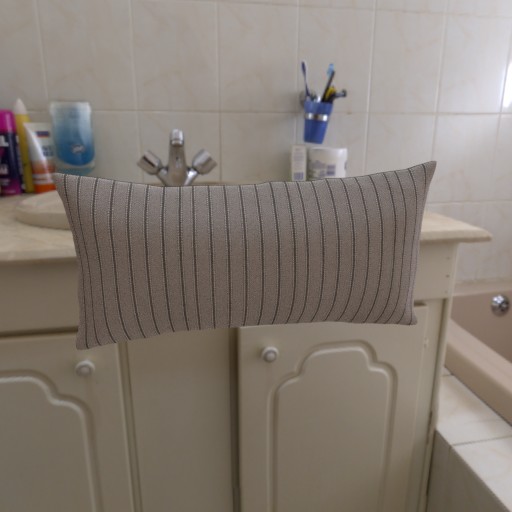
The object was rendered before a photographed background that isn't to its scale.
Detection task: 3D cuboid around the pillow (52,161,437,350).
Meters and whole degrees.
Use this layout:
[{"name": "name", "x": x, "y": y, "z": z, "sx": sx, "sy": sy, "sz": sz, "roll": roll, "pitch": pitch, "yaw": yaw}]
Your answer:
[{"name": "pillow", "x": 0.000, "y": 0.000, "z": 0.738, "sx": 0.609, "sy": 0.305, "sz": 0.151, "roll": -2, "pitch": 16, "yaw": -8}]
